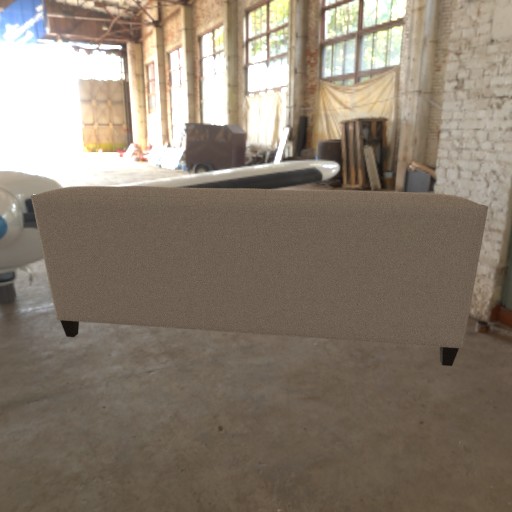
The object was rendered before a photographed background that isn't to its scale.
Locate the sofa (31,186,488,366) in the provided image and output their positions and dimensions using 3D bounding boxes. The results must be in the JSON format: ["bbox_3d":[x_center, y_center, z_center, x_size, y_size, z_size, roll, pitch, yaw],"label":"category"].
[{"bbox_3d":[0.000,0.000,2.661,2.235,0.901,0.914,2,16,9],"label":"sofa"}]
